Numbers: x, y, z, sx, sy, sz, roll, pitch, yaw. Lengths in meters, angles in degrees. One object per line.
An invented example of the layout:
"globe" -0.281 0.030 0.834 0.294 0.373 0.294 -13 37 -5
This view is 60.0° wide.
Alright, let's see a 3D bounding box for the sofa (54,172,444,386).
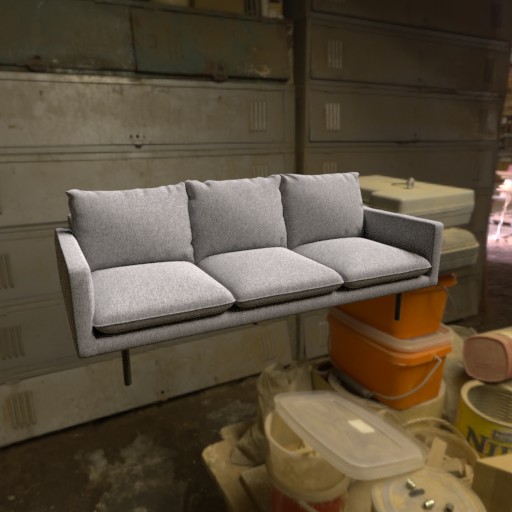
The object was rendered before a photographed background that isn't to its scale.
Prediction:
"sofa" 0.000 0.000 2.474 2.000 0.830 0.850 -8 17 -26
